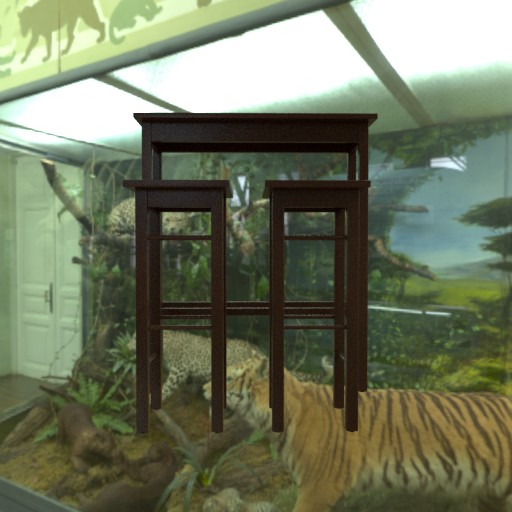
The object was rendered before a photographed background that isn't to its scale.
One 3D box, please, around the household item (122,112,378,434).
[{"bbox_3d":[0.000,0.000,1.630,0.914,1.067,0.676,0,1,-1],"label":"household item"}]
